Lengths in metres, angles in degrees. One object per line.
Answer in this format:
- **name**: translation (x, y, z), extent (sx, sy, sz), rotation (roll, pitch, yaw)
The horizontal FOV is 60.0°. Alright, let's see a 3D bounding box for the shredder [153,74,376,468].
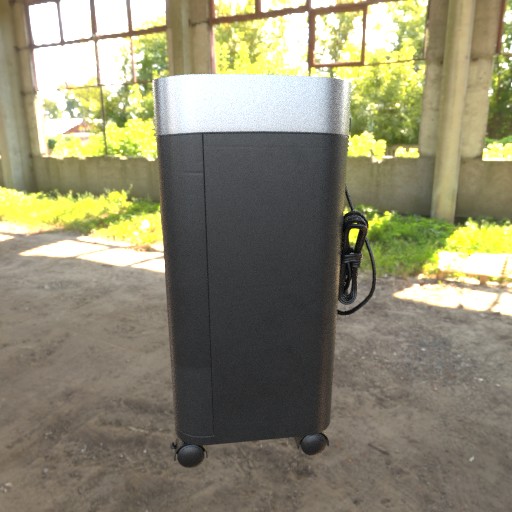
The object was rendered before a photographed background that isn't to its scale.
- **shredder**: translation (0.000, 0.000, 0.600), extent (0.237, 0.419, 0.311), rotation (-2, 14, -8)
